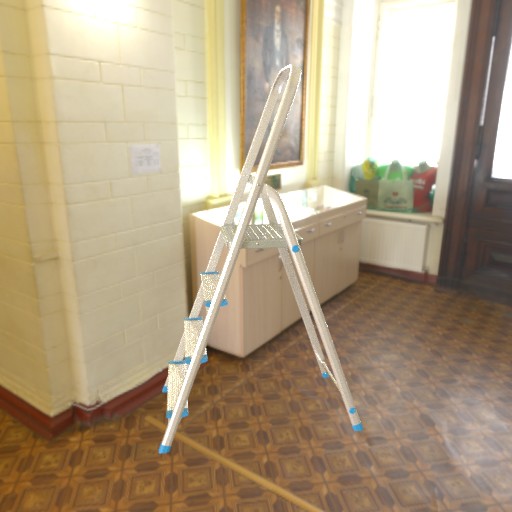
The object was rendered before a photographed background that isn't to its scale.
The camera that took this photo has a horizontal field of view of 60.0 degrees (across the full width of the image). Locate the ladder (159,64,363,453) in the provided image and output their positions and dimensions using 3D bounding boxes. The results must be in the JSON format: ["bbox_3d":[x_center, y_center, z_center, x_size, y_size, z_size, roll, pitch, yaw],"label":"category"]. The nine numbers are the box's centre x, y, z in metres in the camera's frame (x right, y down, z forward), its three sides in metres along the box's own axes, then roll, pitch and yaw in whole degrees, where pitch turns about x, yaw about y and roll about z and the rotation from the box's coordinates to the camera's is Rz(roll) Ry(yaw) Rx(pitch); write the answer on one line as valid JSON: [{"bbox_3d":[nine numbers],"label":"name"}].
[{"bbox_3d":[0.000,0.000,1.803,0.842,1.434,0.445,-3,16,-9],"label":"ladder"}]
